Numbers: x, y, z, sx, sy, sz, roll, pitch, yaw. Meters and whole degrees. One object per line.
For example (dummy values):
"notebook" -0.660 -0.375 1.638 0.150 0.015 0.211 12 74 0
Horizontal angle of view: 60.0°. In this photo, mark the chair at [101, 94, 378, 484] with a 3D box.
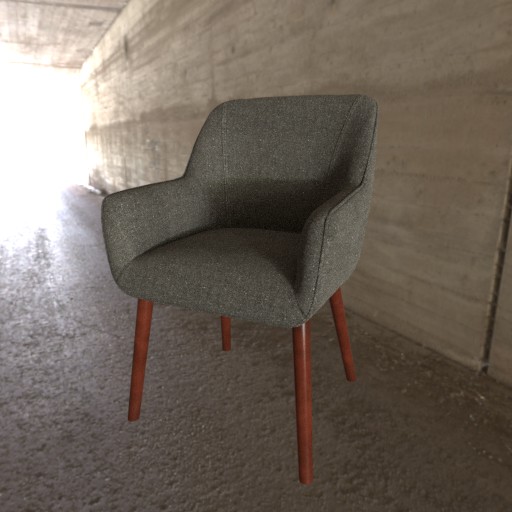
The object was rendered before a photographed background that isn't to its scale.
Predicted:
"chair" 0.000 0.000 1.127 0.543 0.803 0.519 7 17 26
